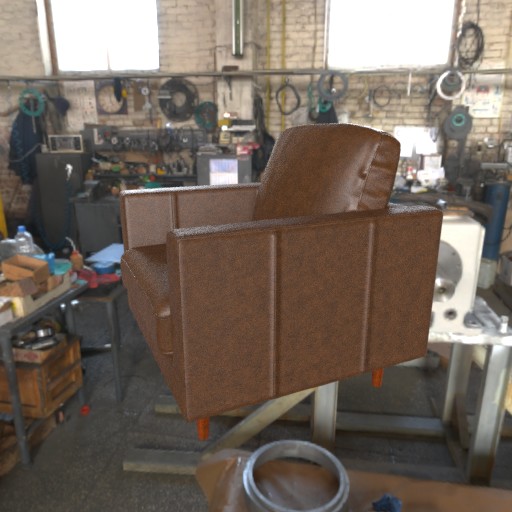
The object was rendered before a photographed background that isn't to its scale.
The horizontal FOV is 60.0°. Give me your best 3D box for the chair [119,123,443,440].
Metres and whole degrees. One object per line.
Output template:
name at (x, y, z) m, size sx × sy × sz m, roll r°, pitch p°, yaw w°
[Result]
chair at (0.000, 0.000, 1.666) m, size 0.909 × 0.956 × 0.890 m, roll -8°, pitch 18°, yaw -24°
